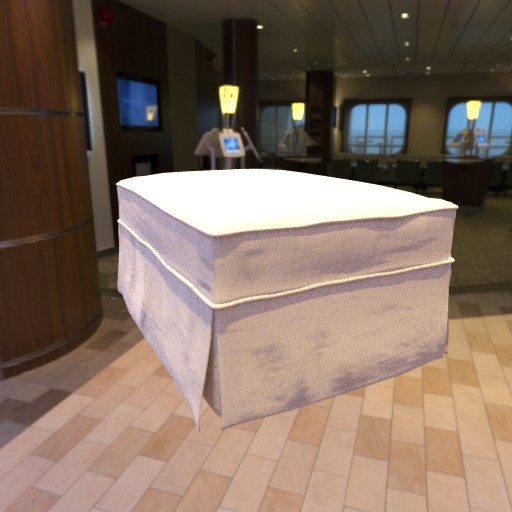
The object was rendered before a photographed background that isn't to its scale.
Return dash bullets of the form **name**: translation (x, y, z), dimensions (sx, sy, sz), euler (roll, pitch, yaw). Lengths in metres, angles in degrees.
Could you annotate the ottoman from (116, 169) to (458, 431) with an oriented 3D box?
- **ottoman**: translation (0.000, 0.000, 1.341), dimensions (0.703, 0.479, 0.944), euler (-8, 18, -26)
